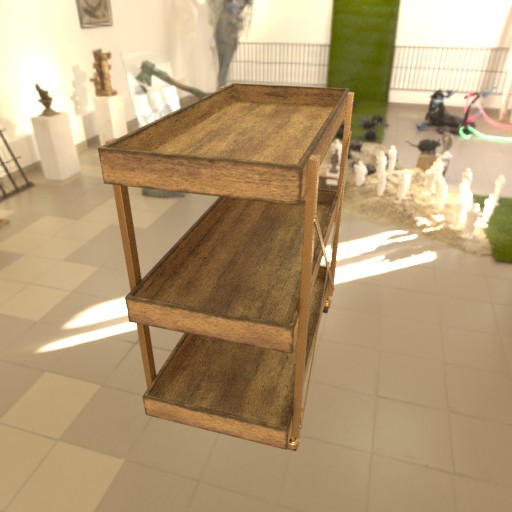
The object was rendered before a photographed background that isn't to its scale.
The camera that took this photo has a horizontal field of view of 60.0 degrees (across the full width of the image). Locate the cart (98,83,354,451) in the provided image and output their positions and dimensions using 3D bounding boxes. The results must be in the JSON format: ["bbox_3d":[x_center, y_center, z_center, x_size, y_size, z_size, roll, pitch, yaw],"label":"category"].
[{"bbox_3d":[0.000,0.000,1.256,0.416,0.799,0.750,8,31,14],"label":"cart"}]
